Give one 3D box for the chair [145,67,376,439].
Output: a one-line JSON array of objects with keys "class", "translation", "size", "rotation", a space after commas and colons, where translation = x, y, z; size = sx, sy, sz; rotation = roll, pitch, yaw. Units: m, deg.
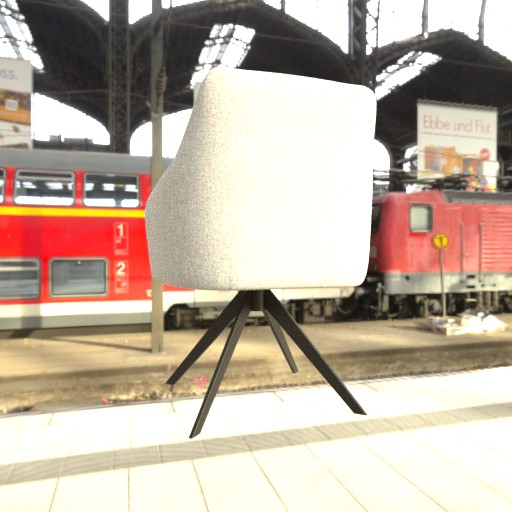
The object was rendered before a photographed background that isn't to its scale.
[{"class": "chair", "translation": [0.000, 0.000, 1.363], "size": [0.642, 0.874, 0.677], "rotation": [0, 1, -18]}]
